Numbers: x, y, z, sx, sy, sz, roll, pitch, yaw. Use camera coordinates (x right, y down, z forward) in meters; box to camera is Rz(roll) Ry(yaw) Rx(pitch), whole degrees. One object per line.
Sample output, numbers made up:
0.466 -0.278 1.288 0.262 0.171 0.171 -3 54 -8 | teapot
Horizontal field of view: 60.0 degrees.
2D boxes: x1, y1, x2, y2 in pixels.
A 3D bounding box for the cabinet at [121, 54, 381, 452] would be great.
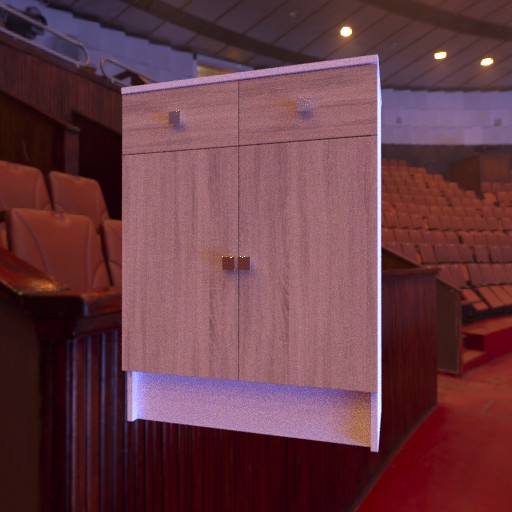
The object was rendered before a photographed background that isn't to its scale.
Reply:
0.000 0.000 1.114 0.600 0.815 0.296 0 0 17 | cabinet
